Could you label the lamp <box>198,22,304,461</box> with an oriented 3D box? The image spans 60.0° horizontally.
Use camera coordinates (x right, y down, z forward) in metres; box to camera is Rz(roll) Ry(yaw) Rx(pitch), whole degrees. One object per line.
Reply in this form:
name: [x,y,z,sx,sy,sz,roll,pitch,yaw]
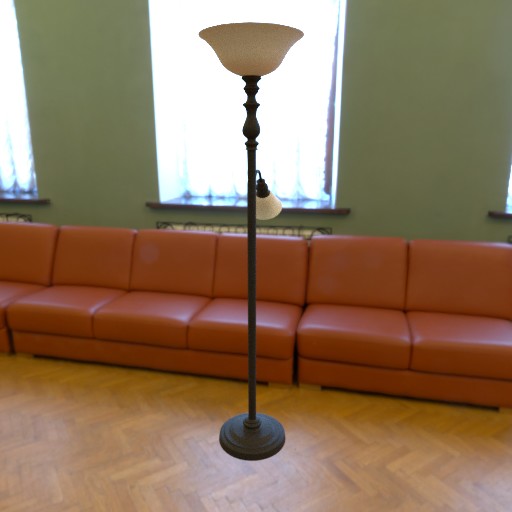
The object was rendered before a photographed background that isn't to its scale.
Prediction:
lamp: [0.000,0.000,2.011,0.405,1.793,0.588,3,15,11]
